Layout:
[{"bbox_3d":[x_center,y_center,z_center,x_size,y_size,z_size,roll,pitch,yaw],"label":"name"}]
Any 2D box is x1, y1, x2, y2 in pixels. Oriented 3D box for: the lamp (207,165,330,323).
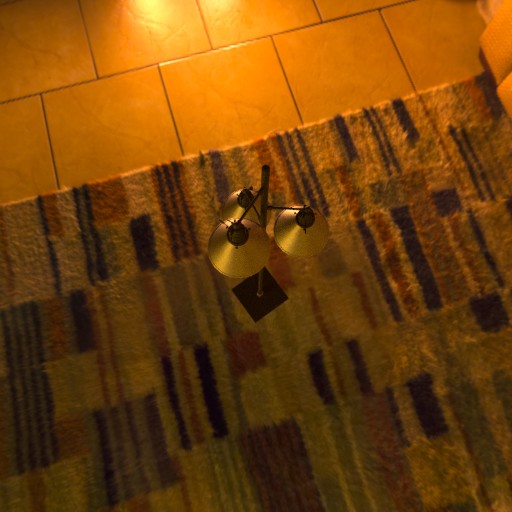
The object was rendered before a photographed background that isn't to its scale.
[{"bbox_3d":[0.000,0.000,1.932,0.428,1.716,0.415,-36,77,-9],"label":"lamp"}]
